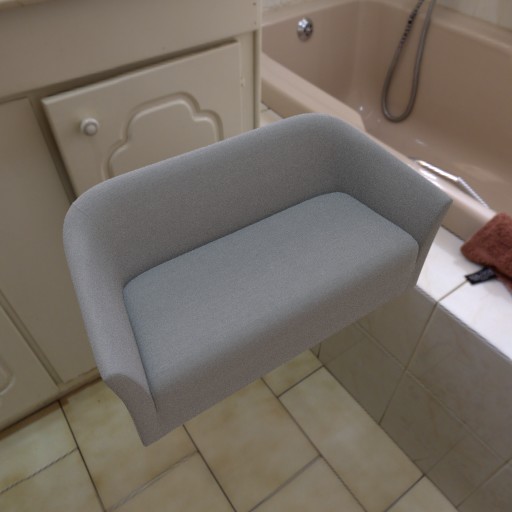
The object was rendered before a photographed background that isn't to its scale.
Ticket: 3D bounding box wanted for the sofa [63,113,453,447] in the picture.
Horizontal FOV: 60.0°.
[{"bbox_3d":[0.000,0.000,1.852,1.452,0.721,0.705,-25,51,-22],"label":"sofa"}]
